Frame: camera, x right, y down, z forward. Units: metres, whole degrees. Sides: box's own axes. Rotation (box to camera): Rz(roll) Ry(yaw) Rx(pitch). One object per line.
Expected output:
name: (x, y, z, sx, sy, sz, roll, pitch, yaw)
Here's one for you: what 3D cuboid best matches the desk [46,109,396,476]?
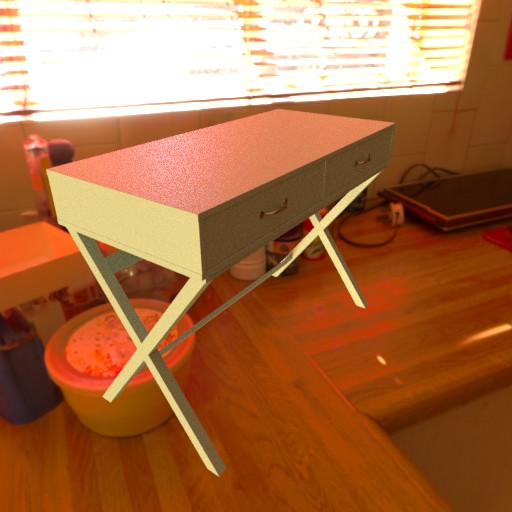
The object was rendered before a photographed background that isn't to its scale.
desk: (0.000, 0.000, 1.526, 0.525, 0.780, 1.057, 18, 33, 31)
